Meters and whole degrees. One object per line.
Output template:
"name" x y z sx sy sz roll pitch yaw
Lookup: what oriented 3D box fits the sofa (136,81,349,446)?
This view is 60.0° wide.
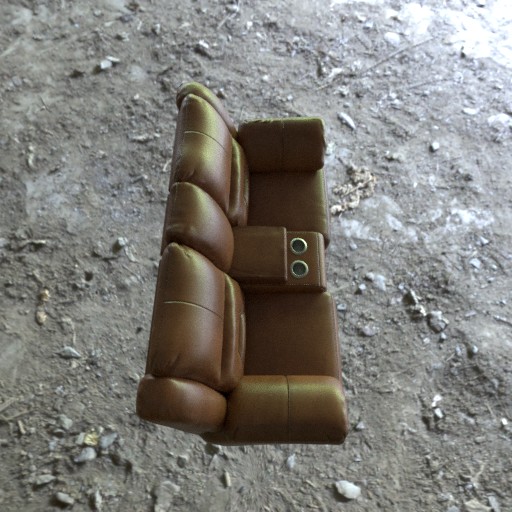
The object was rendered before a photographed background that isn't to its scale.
"sofa" 0.000 0.000 2.627 0.991 1.043 2.058 1 63 0
